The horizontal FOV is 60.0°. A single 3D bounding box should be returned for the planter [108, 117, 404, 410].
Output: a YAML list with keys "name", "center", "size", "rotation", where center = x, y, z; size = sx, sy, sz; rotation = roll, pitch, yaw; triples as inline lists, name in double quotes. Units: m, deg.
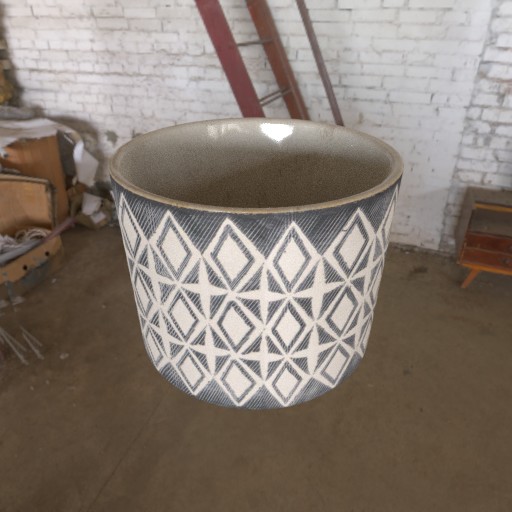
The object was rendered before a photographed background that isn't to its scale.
- name: "planter"
  center: [0.000, 0.000, 0.341]
  size: [0.192, 0.165, 0.192]
  rotation: [0, 31, 0]
